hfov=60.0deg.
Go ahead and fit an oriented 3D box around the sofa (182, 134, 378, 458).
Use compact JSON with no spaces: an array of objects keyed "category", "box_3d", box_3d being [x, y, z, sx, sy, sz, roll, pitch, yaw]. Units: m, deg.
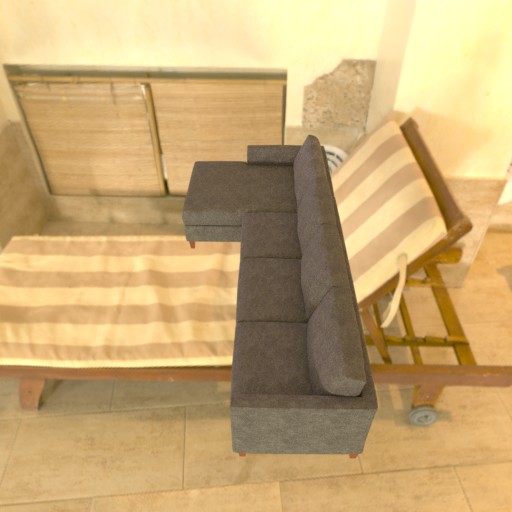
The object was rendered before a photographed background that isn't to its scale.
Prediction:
[{"category":"sofa","box_3d":[0.000,0.000,4.200,1.606,0.954,3.471,1,41,1]}]
